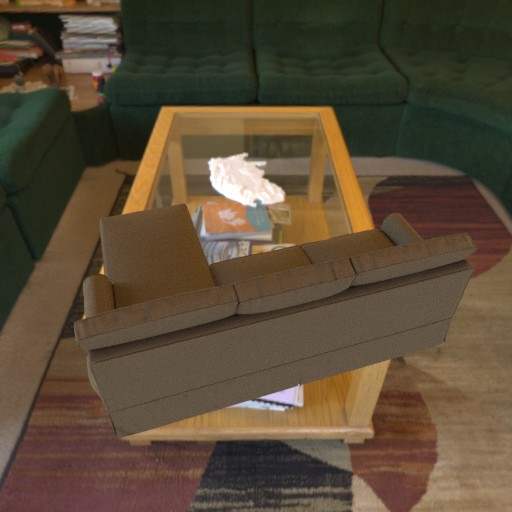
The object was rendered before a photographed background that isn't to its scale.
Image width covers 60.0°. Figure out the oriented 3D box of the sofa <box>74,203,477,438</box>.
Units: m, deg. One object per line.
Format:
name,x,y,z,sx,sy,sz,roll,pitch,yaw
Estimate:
sofa,0.000,0.000,3.336,2.475,0.978,1.733,-12,42,-13
